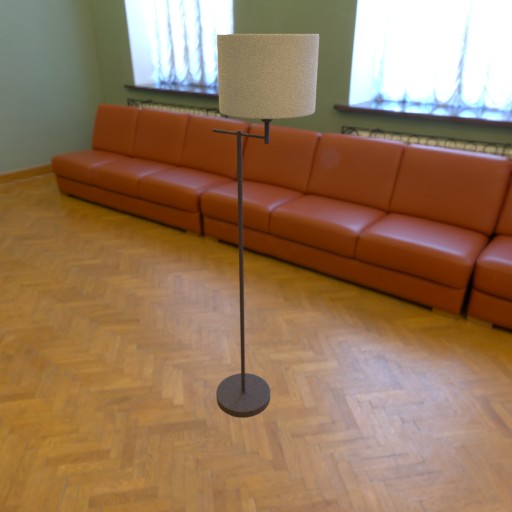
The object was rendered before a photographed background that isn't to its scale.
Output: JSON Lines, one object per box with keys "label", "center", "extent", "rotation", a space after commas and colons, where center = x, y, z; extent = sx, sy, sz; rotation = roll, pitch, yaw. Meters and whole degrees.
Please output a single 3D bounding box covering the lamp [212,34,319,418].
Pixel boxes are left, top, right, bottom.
{"label": "lamp", "center": [0.000, 0.000, 1.787], "extent": [0.416, 1.600, 0.324], "rotation": [17, 31, 31]}
